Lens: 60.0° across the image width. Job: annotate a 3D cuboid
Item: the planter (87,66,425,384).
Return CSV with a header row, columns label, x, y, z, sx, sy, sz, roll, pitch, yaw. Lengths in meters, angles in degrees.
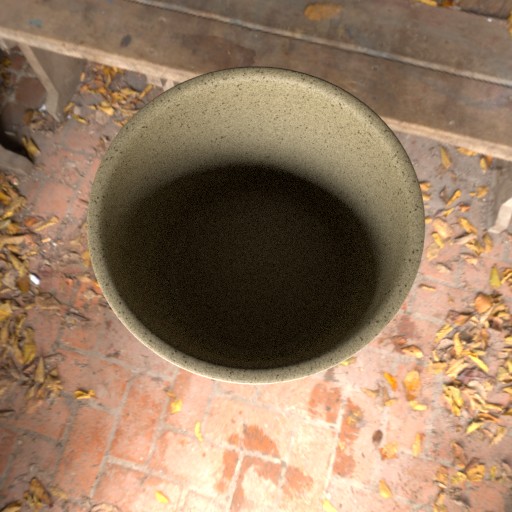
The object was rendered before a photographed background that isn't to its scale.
label,x,y,z,sx,sy,sz,roll,pitch,yaw
planter,0.000,0.000,0.410,0.228,0.235,0.228,0,74,0
